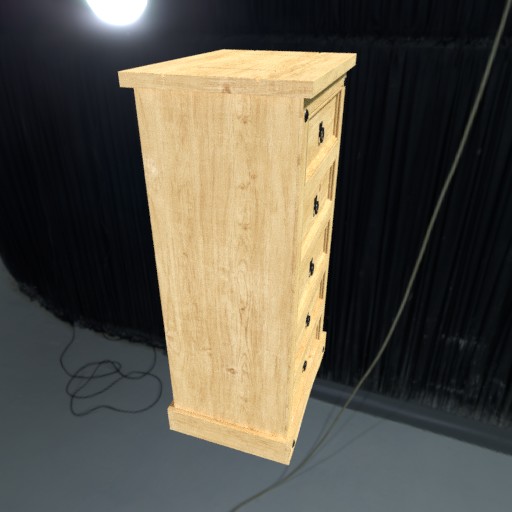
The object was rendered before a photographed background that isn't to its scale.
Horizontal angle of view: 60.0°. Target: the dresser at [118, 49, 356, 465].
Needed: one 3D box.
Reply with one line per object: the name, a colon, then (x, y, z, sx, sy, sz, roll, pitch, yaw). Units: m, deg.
dresser: (0.000, 0.000, 1.288, 0.390, 1.041, 0.531, 10, 31, 17)
